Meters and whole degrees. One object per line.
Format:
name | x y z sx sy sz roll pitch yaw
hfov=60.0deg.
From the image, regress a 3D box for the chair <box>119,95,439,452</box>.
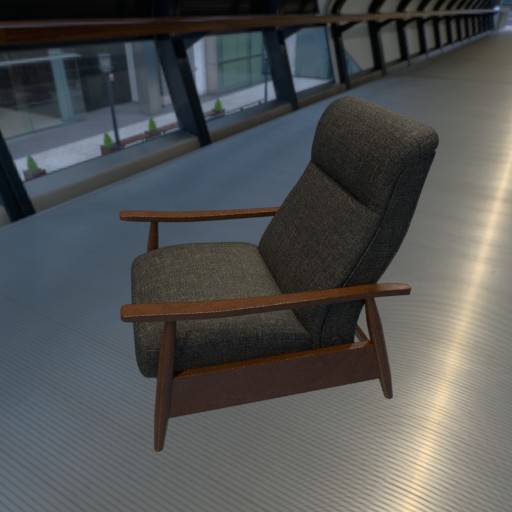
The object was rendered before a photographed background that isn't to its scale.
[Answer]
chair | 0.000 0.000 1.742 1.014 1.082 0.762 -8 31 -13
